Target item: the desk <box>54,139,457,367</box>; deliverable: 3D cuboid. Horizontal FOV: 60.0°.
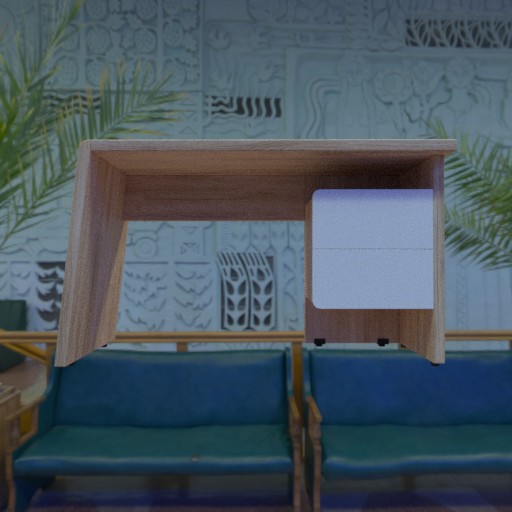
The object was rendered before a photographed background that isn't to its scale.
[{"bbox_3d":[0.000,0.000,1.680,1.300,0.750,0.500,0,0,0],"label":"desk"}]
